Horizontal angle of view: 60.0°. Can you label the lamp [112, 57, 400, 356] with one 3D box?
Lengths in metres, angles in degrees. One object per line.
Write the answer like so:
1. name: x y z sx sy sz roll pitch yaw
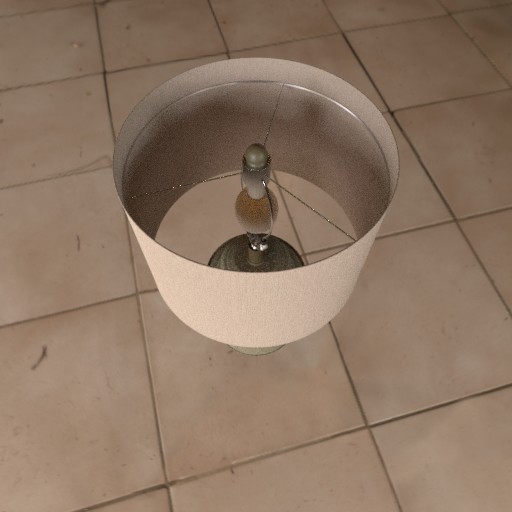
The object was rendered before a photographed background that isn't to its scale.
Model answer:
1. lamp: 0.000 0.000 0.703 0.318 0.486 0.318 0 60 0
